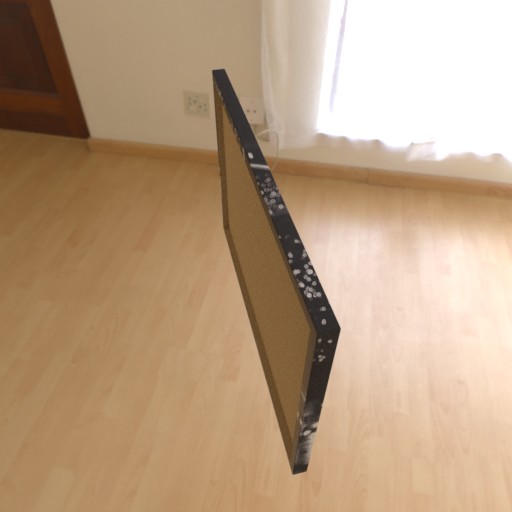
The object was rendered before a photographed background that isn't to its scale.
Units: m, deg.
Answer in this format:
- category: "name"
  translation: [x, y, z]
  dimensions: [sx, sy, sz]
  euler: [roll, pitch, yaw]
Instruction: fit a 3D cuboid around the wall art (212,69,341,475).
- category: "wall art"
  translation: [0.000, 0.000, 1.171]
  dimensions: [0.038, 0.609, 0.914]
  euler: [-10, 47, -9]
